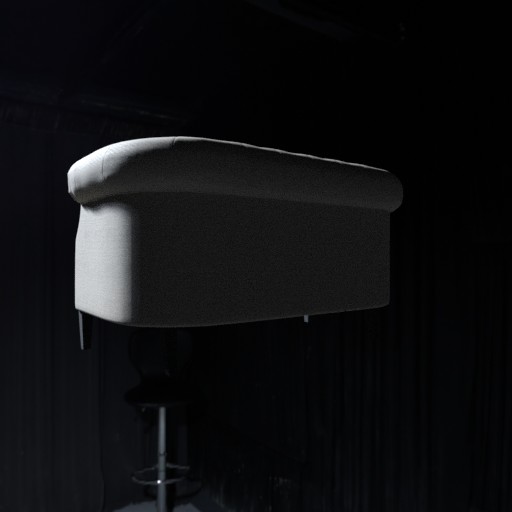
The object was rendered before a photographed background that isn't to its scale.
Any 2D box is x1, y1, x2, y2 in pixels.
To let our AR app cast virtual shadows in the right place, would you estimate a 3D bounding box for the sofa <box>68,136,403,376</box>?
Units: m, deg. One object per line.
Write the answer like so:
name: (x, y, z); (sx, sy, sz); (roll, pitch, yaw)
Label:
sofa: (0.000, 0.000, 2.073); (1.558, 0.827, 0.835); (0, 0, -36)
